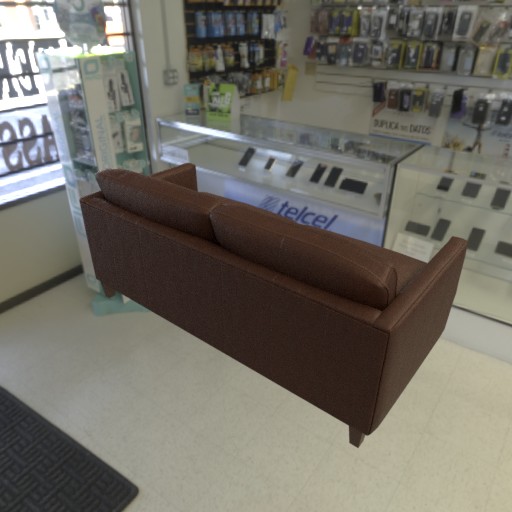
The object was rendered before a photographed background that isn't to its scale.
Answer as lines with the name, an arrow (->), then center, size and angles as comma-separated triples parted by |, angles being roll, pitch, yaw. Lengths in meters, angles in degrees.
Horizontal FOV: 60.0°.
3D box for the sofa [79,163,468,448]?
sofa -> 0.000, 0.000, 2.491 | 1.971, 0.863, 0.923 | 22, 36, 33
